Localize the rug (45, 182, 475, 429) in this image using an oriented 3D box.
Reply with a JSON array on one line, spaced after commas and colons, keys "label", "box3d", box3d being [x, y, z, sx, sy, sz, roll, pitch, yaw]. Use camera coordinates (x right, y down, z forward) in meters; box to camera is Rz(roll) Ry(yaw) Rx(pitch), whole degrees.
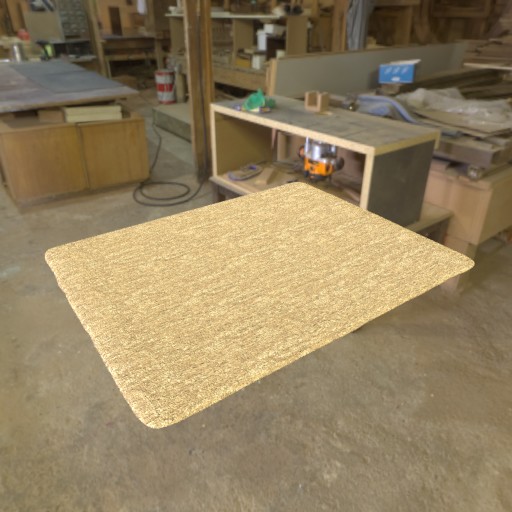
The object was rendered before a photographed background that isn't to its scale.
[{"label": "rug", "box3d": [0.000, 0.000, 3.651, 2.873, 0.050, 2.242, -20, 36, -30]}]
